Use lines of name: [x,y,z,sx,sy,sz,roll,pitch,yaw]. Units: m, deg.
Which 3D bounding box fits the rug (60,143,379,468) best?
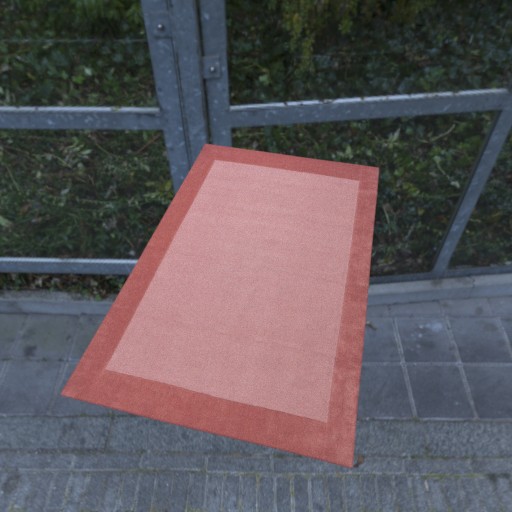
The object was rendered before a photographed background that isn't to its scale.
rug: [0.000,0.000,3.009,1.524,0.014,2.438,10,48,9]
